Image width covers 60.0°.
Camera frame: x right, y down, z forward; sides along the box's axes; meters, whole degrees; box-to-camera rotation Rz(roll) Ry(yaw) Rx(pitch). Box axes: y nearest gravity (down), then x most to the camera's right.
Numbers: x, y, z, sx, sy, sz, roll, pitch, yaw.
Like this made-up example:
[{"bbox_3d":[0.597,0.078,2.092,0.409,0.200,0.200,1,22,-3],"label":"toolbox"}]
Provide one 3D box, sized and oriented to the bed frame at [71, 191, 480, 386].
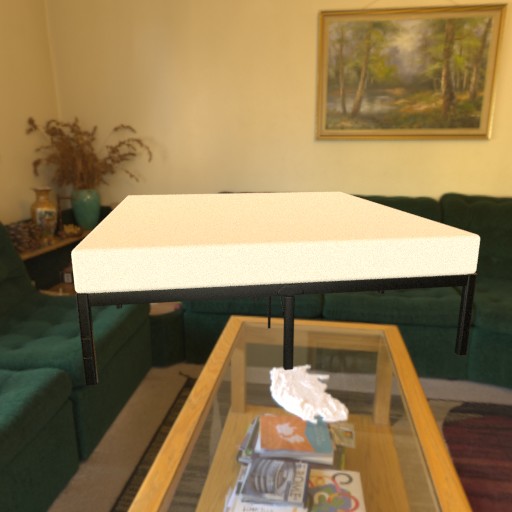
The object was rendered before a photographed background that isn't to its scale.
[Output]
[{"bbox_3d":[0.000,0.000,3.127,1.963,0.659,2.079,-2,15,-9],"label":"bed frame"}]
